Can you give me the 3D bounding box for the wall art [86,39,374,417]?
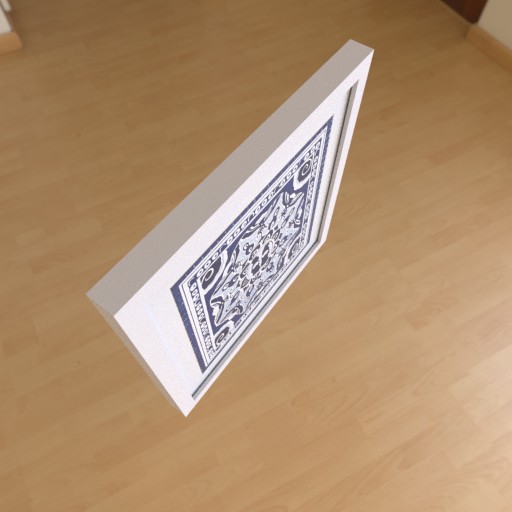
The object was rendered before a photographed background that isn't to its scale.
[{"bbox_3d":[0.000,0.000,0.525,0.027,0.355,0.355,33,65,18],"label":"wall art"}]
